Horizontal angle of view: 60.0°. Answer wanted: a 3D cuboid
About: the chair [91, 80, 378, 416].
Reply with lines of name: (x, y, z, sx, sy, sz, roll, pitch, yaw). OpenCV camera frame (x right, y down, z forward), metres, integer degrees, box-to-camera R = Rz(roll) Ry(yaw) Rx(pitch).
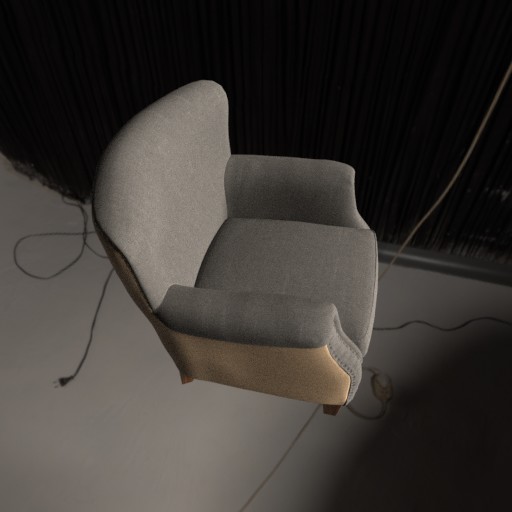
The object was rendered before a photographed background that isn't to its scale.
chair: (0.000, 0.000, 1.641, 0.921, 0.936, 0.861, 10, 49, 9)
